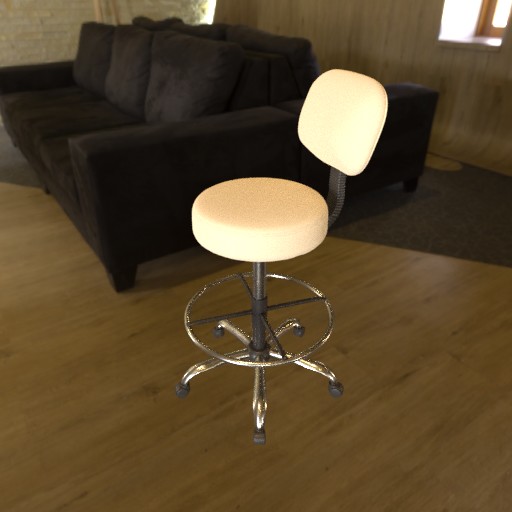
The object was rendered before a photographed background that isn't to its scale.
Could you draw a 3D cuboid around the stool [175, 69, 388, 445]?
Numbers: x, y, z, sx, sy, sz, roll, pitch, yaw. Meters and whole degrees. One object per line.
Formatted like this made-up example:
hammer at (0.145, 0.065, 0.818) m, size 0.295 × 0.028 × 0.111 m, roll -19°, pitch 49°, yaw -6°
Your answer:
stool at (0.000, 0.000, 1.431) m, size 0.616 × 1.080 × 0.609 m, roll -9°, pitch 32°, yaw -15°
